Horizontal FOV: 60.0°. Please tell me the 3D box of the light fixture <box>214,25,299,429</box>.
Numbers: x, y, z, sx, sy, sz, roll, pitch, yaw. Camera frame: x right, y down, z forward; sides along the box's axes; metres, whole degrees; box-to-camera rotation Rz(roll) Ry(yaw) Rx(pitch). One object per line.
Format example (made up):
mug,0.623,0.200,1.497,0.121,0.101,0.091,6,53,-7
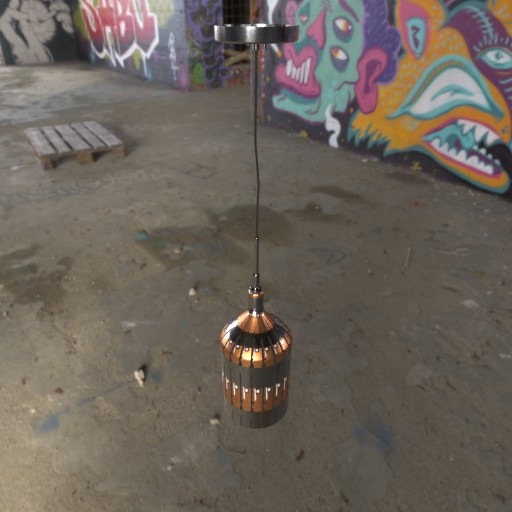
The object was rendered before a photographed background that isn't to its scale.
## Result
light fixture,0.000,0.000,1.662,0.303,1.535,0.303,0,29,0
